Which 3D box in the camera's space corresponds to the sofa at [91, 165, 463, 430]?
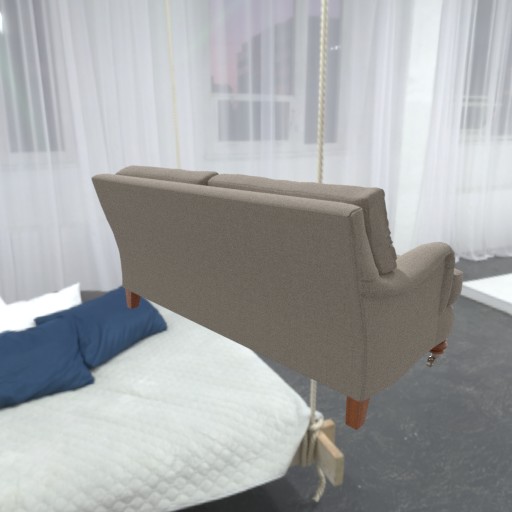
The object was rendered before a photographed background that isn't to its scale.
[{"bbox_3d":[0.000,0.000,2.739,1.087,1.054,2.160,-14,20,-42],"label":"sofa"}]
